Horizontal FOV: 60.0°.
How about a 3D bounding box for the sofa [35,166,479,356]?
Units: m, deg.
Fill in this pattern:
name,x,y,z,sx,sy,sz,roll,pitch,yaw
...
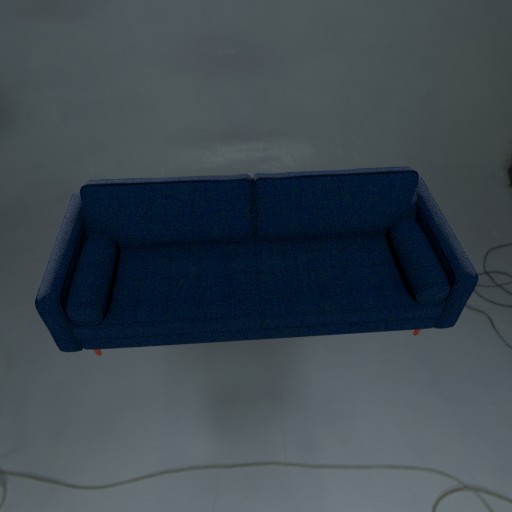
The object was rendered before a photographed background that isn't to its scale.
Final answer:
name,x,y,z,sx,sy,sz,roll,pitch,yaw
sofa,0.000,0.000,2.608,2.210,0.762,0.914,-3,45,-3
